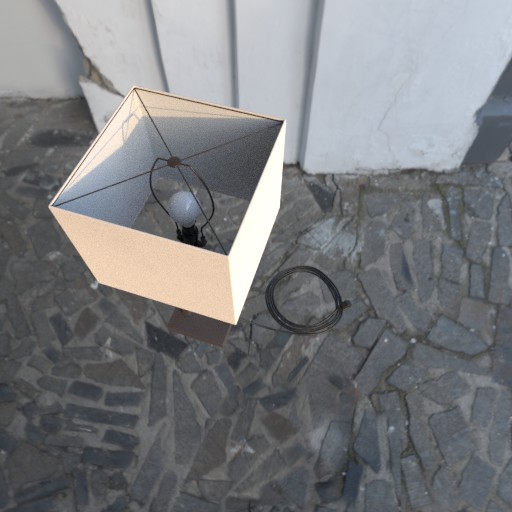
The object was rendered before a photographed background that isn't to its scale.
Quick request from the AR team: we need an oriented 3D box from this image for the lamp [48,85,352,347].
[{"bbox_3d":[0.000,0.000,0.981,0.504,0.660,0.399,16,61,9],"label":"lamp"}]
